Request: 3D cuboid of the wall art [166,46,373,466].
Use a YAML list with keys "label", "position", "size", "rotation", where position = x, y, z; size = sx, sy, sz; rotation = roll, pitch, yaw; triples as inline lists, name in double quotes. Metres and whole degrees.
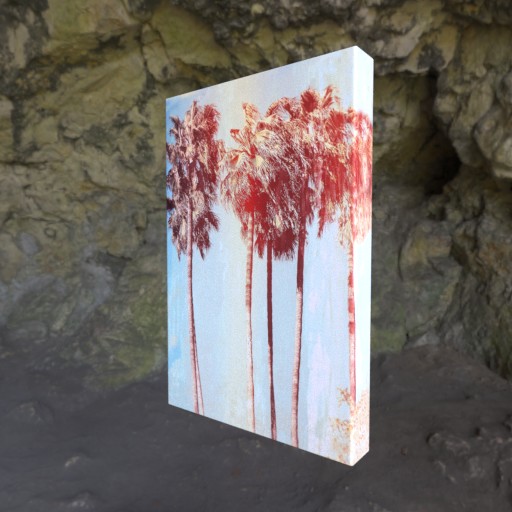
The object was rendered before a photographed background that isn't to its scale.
- label: "wall art"
  position: [0.000, 0.000, 0.489]
  size: [0.251, 0.380, 0.039]
  rotation: [2, 3, 37]
